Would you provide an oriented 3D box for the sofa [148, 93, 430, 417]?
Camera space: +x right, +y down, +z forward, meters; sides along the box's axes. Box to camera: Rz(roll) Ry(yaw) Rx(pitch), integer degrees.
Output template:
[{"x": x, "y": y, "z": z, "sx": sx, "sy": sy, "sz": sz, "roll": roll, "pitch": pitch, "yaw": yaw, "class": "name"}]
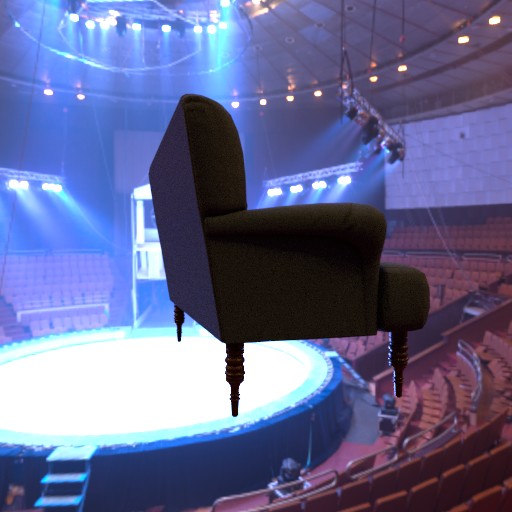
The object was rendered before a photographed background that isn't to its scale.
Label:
[{"x": 0.000, "y": 0.000, "z": 1.825, "sx": 0.779, "sy": 0.889, "sz": 1.297, "roll": 0, "pitch": 1, "yaw": -18, "class": "sofa"}]
